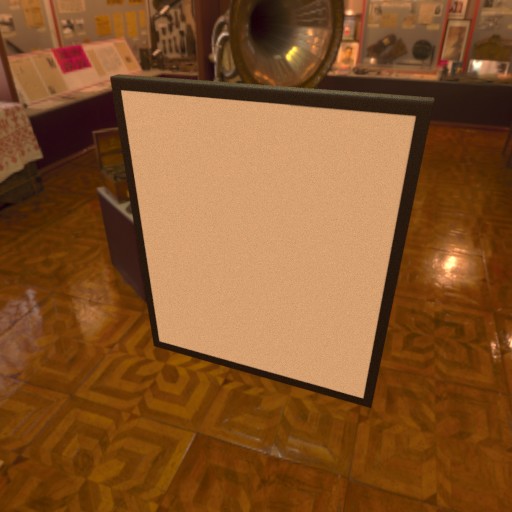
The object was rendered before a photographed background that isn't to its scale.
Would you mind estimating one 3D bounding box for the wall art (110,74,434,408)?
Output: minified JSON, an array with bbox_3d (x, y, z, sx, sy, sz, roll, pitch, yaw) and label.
[{"bbox_3d":[0.000,0.000,0.699,0.430,0.509,0.021,11,33,17],"label":"wall art"}]
